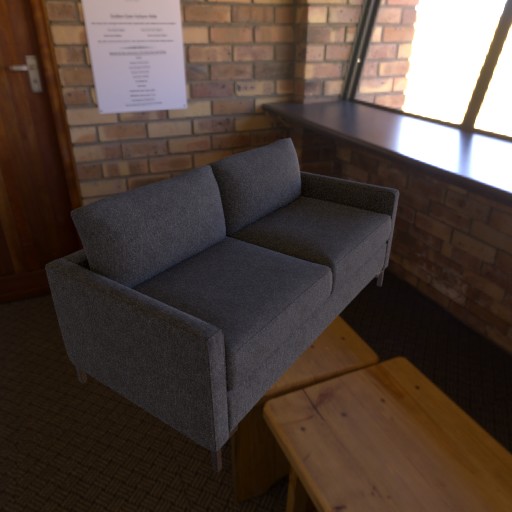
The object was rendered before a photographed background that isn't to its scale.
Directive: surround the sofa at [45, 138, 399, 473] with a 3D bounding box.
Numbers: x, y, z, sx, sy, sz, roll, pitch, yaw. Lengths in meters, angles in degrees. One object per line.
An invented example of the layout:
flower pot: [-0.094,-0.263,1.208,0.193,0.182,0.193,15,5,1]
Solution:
sofa: [0.000,0.000,2.217,0.866,0.862,1.716,18,32,31]
